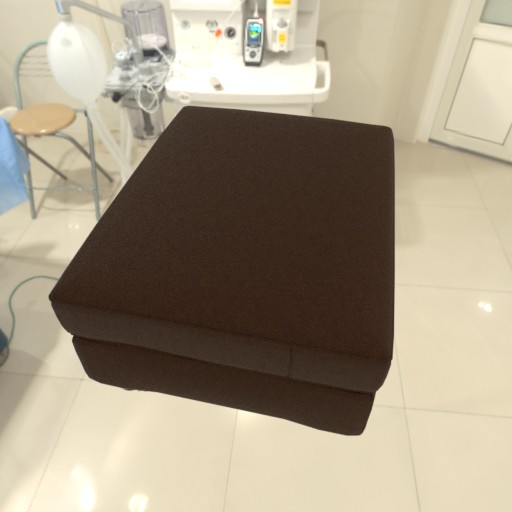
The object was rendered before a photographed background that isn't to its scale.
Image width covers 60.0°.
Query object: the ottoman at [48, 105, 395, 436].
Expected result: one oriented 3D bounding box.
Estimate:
[{"bbox_3d":[0.000,0.000,1.783,0.967,0.730,1.187,9,46,9],"label":"ottoman"}]
